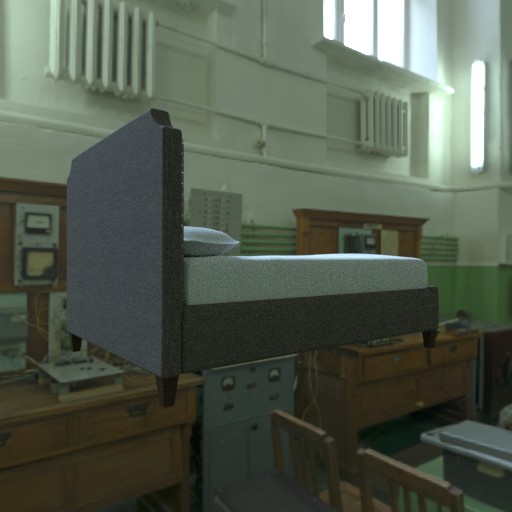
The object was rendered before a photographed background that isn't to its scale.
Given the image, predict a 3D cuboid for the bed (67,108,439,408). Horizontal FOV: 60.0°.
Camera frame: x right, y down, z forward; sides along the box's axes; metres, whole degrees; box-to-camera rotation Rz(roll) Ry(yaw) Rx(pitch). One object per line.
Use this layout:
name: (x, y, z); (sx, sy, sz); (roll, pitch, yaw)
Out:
bed: (0.000, 0.000, 3.461); (2.381, 1.457, 1.713); (0, 0, -37)
